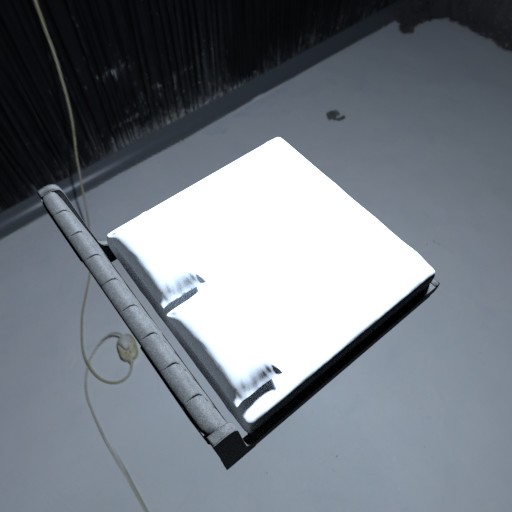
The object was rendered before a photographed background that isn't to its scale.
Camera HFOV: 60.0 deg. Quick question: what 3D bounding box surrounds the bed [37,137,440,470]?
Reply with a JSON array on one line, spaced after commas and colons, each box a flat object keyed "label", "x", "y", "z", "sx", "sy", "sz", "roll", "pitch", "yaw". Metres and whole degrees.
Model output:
[{"label": "bed", "x": 0.000, "y": 0.000, "z": 2.572, "sx": 1.638, "sy": 0.933, "sz": 1.531, "roll": -34, "pitch": 64, "yaw": -19}]
